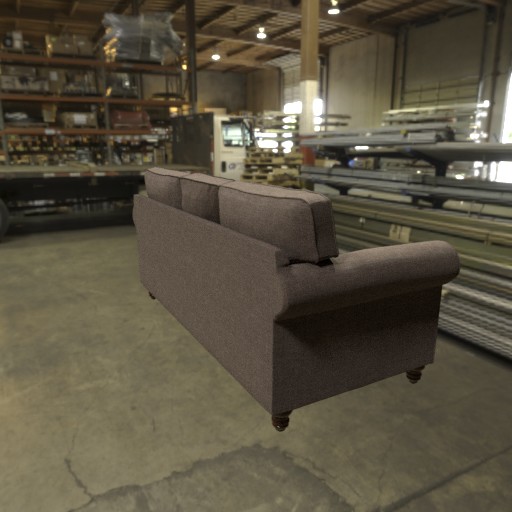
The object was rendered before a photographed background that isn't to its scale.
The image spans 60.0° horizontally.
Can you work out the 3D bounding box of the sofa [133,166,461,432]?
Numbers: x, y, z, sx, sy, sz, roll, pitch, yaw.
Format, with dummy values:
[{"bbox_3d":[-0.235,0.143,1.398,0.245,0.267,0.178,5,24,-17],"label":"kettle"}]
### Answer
[{"bbox_3d":[0.000,0.000,2.595,0.916,0.961,2.084,-8,16,-28],"label":"sofa"}]
